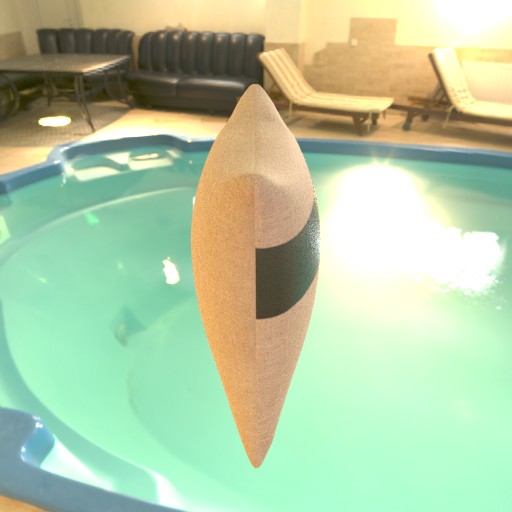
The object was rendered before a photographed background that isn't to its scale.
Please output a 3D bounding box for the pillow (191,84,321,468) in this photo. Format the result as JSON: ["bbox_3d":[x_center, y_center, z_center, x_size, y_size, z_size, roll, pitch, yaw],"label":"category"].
[{"bbox_3d":[0.000,0.000,0.639,0.173,0.399,0.414,0,31,0],"label":"pillow"}]
